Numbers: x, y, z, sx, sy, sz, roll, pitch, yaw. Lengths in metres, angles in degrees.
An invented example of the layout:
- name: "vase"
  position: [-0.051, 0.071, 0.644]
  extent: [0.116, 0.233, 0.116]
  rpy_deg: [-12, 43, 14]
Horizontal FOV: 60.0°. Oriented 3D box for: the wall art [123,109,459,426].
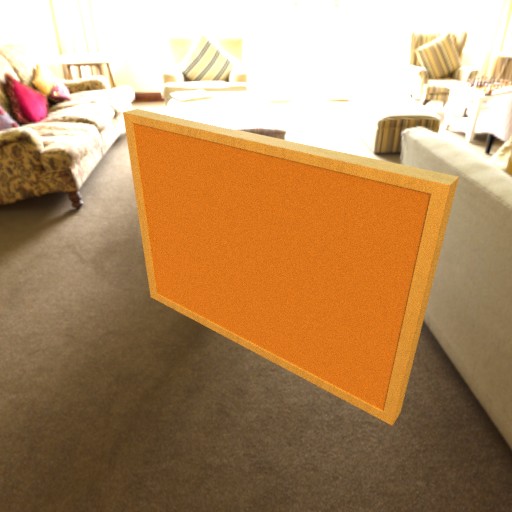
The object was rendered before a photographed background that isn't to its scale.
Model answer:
- name: "wall art"
  position: [0.000, 0.000, 0.708]
  extent: [0.532, 0.380, 0.032]
  rpy_deg: [21, 37, 31]
